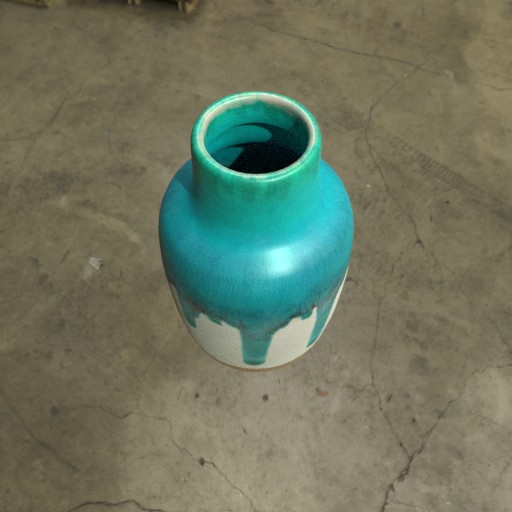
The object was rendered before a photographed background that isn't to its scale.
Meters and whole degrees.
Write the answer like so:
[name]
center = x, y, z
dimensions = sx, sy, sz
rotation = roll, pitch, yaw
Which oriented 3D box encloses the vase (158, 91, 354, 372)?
[vase]
center = 0.000, 0.000, 0.260
dimensions = 0.106, 0.192, 0.106
rotation = 0, 59, 0
